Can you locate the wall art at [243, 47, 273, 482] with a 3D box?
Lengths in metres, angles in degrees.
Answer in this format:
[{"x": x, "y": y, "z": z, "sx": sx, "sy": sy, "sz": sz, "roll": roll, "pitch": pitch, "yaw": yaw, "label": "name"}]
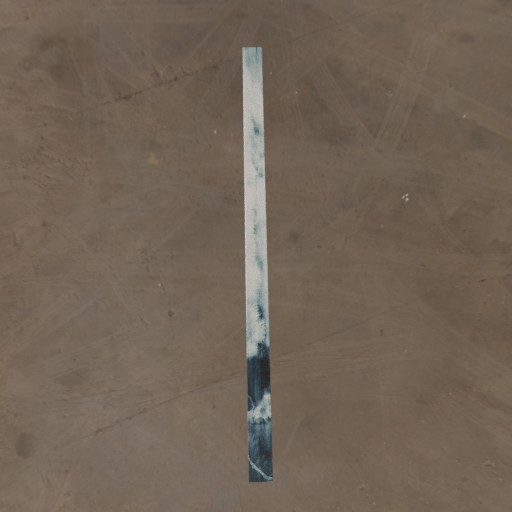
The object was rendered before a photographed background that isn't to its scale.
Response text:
[{"x": 0.000, "y": 0.000, "z": 0.875, "sx": 0.037, "sy": 0.251, "sz": 0.759, "roll": -1, "pitch": 76, "yaw": 0, "label": "wall art"}]
